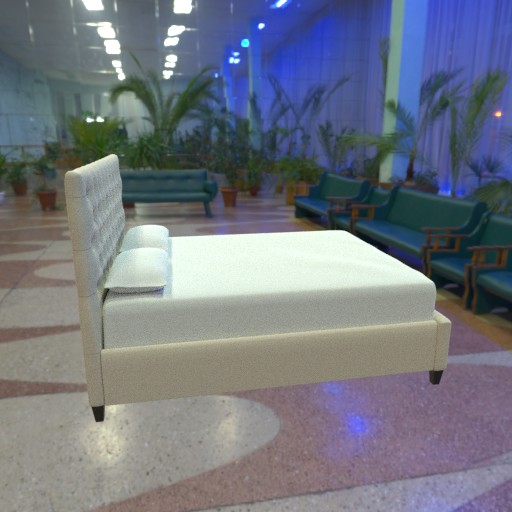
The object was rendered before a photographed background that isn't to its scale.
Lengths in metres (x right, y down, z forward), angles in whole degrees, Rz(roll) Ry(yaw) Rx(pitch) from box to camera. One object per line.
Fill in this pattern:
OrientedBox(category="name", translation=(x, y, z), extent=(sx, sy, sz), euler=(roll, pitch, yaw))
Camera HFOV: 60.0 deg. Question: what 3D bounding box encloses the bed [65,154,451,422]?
OrientedBox(category="bed", translation=(0.000, 0.000, 3.320), extent=(2.233, 1.426, 1.696), euler=(-3, 16, -10))
